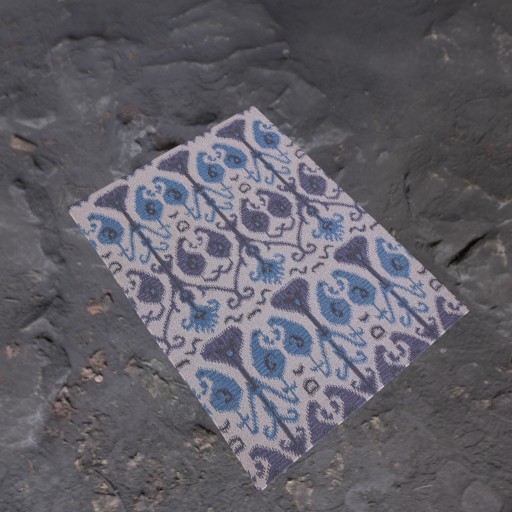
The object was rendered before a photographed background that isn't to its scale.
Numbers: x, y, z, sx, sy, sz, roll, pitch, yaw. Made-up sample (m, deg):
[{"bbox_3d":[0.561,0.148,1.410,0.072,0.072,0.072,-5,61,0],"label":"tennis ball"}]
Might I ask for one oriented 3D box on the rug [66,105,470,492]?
[{"bbox_3d":[0.000,0.000,2.971,1.676,0.013,2.261,-34,67,-16],"label":"rug"}]
